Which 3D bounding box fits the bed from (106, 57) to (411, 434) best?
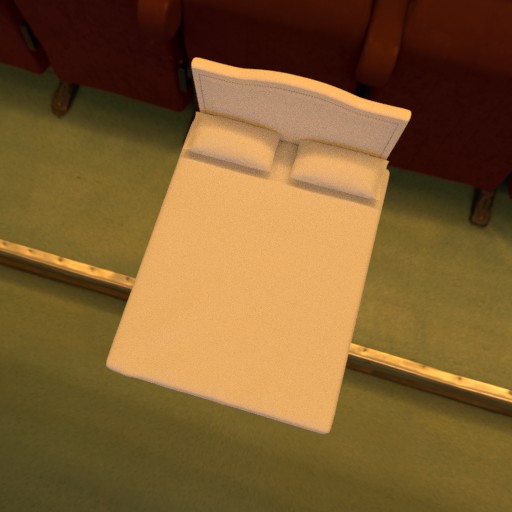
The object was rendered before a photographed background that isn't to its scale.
[{"bbox_3d":[0.000,0.000,3.657,1.977,1.437,2.477,16,76,4],"label":"bed"}]
